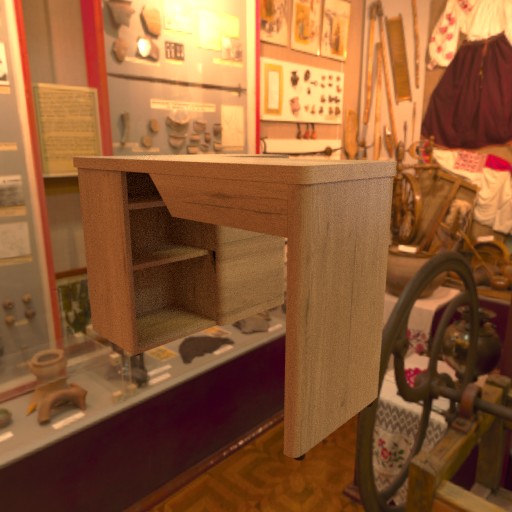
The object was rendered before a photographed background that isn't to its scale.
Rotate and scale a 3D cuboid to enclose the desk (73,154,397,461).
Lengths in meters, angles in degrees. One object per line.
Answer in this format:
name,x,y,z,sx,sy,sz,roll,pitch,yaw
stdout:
desk,0.000,0.000,1.749,1.169,0.760,0.900,13,19,43
